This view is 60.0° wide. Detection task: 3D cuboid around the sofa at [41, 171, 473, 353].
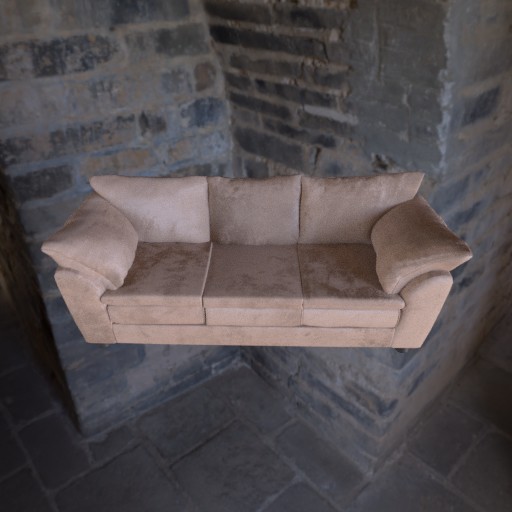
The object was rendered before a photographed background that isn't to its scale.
[{"bbox_3d":[0.000,0.000,2.901,2.377,0.981,0.893,1,31,1],"label":"sofa"}]
